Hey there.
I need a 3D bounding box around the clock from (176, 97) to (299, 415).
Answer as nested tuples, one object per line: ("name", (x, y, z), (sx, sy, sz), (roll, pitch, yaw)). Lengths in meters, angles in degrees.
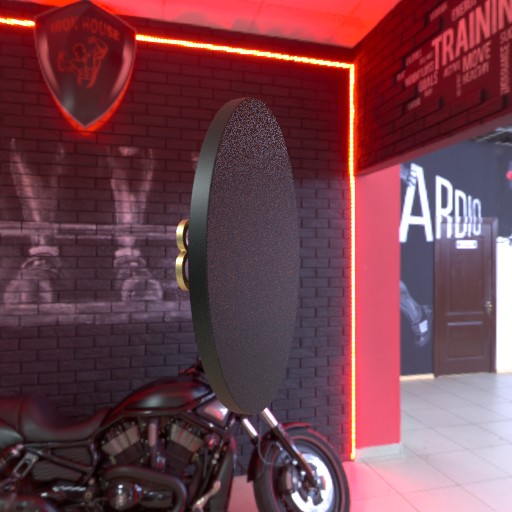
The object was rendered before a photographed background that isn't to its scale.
("clock", (0.000, 0.000, 0.674), (0.038, 0.454, 0.454), (0, -1, 18))
